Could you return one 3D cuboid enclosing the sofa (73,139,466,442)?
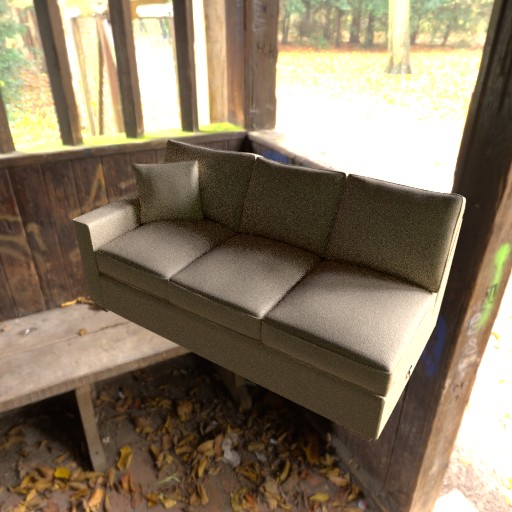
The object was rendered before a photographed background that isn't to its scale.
[{"bbox_3d":[0.000,0.000,2.556,1.962,0.946,1.034,18,34,29],"label":"sofa"}]
